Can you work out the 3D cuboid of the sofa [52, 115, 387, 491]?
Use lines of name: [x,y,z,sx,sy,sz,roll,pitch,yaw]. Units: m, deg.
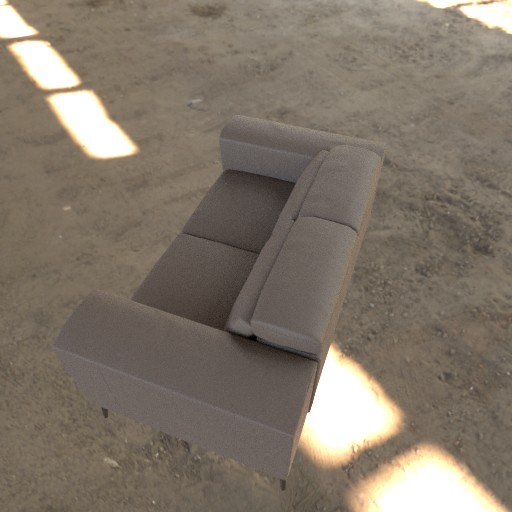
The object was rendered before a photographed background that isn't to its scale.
sofa: [0.000,0.000,2.344,1.003,0.779,1.895,15,49,14]
